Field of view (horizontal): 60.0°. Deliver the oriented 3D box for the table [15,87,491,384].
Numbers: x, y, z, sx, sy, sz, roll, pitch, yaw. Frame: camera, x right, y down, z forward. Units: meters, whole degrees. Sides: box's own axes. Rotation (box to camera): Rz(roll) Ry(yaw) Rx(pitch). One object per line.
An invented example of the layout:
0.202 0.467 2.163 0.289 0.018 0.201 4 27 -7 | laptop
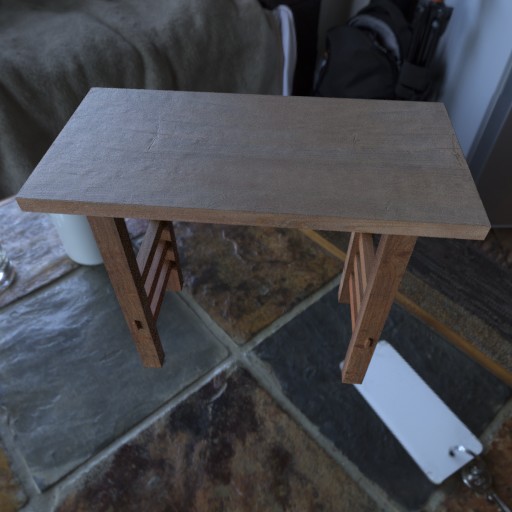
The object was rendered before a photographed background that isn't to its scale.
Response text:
0.000 0.000 1.558 1.119 0.914 0.556 4 48 3 | table
